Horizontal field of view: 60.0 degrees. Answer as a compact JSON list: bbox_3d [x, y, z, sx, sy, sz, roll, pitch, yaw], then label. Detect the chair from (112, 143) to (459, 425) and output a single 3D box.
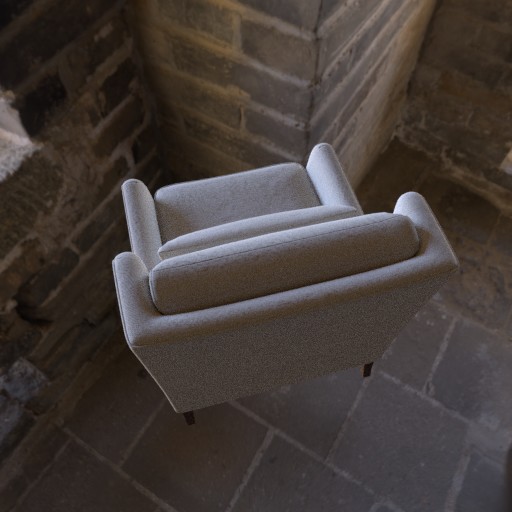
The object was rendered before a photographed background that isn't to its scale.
[{"bbox_3d":[0.000,0.000,1.852,0.982,1.056,1.040,-13,57,-8],"label":"chair"}]
